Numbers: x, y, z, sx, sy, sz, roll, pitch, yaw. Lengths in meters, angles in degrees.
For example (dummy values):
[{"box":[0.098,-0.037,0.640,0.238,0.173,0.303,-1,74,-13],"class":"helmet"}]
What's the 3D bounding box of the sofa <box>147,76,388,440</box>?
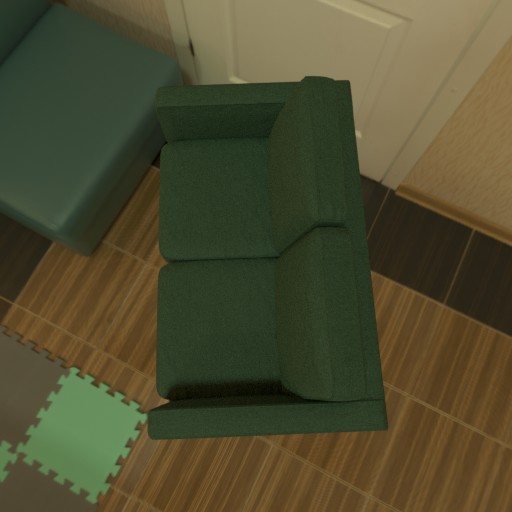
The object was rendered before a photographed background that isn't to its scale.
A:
[{"box":[0.000,0.000,1.956,0.879,0.899,1.430,-2,75,-1],"class":"sofa"}]
